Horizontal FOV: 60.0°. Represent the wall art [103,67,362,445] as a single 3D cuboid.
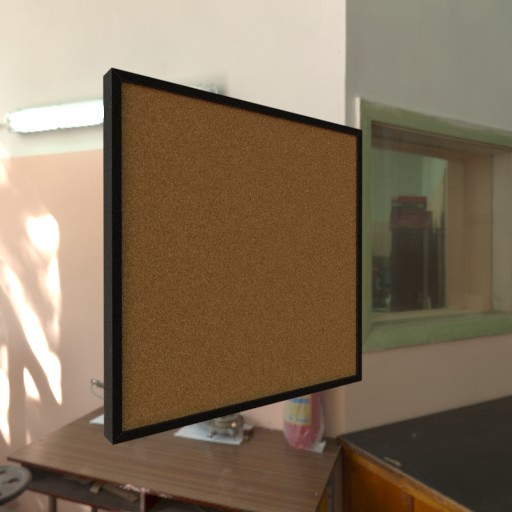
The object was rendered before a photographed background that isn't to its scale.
[{"bbox_3d":[0.000,0.000,0.758,0.506,0.506,0.036,0,0,-36],"label":"wall art"}]
